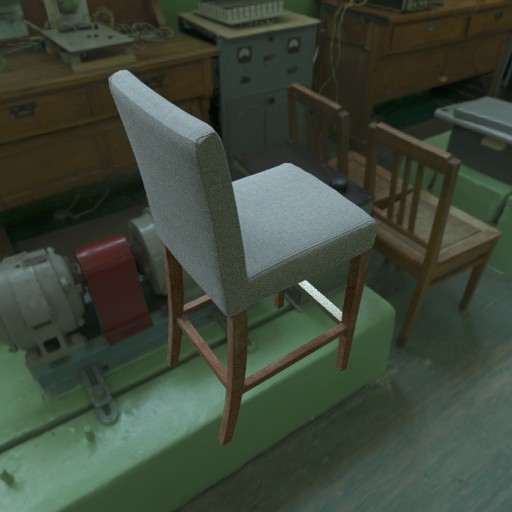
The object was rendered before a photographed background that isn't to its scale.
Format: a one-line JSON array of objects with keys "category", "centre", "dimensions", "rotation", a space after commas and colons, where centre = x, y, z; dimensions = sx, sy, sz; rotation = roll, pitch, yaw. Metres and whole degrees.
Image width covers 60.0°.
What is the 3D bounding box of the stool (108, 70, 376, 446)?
[{"category": "stool", "centre": [0.000, 0.000, 1.352], "dimensions": [0.570, 1.088, 0.439], "rotation": [-24, 46, -26]}]
